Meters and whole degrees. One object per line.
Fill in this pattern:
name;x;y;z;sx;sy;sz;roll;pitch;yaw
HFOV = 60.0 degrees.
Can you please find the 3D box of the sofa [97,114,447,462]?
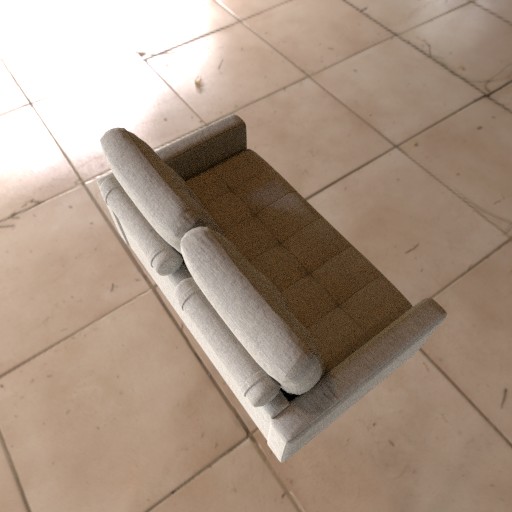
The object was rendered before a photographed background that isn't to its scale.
sofa;0.000;0.000;1.939;0.842;0.907;1.407;-32;63;-19
